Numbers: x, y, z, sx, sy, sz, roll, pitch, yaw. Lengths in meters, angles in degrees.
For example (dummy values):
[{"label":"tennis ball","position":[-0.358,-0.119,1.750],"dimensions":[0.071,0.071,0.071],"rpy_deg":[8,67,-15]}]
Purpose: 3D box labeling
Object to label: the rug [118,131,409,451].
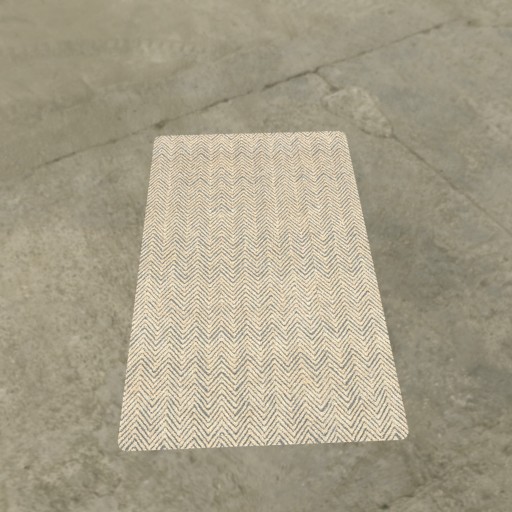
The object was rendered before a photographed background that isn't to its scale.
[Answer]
[{"label":"rug","position":[0.000,0.000,2.198],"dimensions":[1.144,0.008,1.752],"rpy_deg":[-2,57,-1]}]
